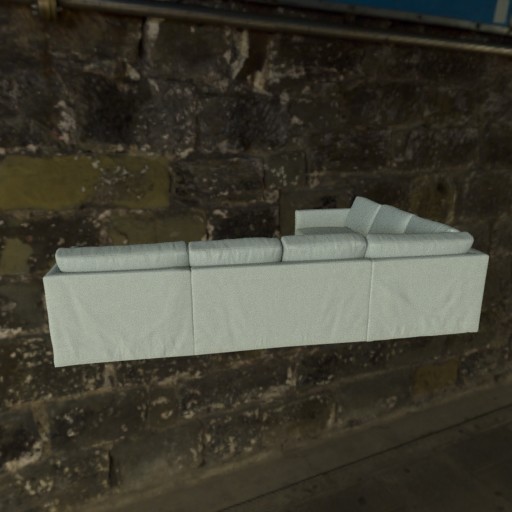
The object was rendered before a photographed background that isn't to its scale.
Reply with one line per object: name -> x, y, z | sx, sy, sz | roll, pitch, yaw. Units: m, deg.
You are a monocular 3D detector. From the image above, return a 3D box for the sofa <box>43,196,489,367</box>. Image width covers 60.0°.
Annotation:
sofa -> 0.000, 0.000, 4.534 | 3.460, 0.882, 2.427 | -3, 16, -10
